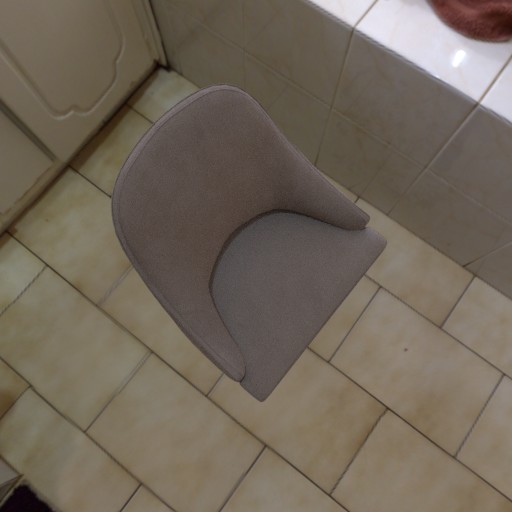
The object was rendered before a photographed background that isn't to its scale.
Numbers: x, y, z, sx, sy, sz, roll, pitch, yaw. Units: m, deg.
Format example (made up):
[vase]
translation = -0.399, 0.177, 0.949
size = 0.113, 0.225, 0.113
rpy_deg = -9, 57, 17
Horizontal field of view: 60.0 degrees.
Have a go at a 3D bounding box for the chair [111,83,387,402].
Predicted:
[chair]
translation = 0.000, 0.000, 1.322
size = 0.575, 0.889, 0.643
rpy_deg = 39, 79, 9
